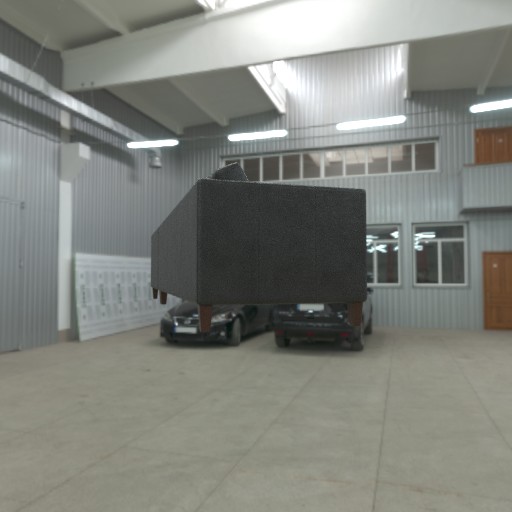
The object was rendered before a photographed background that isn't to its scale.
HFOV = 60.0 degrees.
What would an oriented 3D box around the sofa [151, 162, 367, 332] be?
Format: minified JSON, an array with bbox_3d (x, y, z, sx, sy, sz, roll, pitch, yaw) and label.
[{"bbox_3d":[0.000,0.000,3.883,1.581,0.883,3.203,1,-3,-17],"label":"sofa"}]
